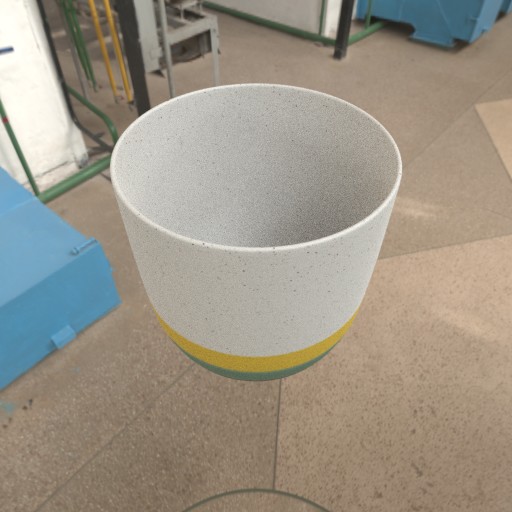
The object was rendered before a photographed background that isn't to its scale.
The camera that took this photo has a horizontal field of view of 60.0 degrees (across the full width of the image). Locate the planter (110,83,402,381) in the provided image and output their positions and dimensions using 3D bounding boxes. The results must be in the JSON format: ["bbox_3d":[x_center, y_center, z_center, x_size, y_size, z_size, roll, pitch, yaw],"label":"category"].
[{"bbox_3d":[0.000,0.000,0.379,0.195,0.214,0.195,0,47,0],"label":"planter"}]
